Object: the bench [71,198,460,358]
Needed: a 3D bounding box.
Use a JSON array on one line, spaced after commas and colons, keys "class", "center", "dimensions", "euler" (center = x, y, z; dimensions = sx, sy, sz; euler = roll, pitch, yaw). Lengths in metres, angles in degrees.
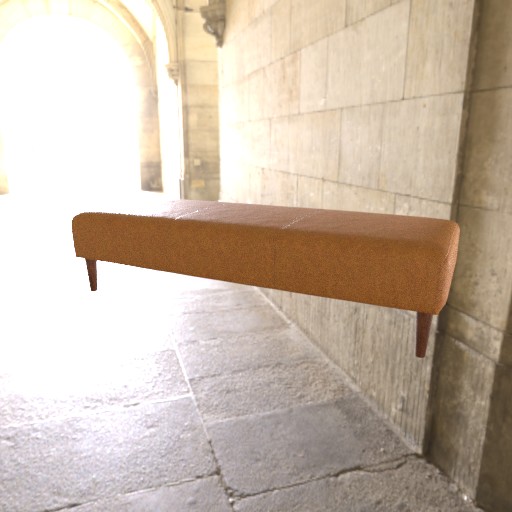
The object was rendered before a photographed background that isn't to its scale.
[{"class": "bench", "center": [0.000, 0.000, 1.976], "dimensions": [1.610, 0.399, 0.653], "euler": [7, 16, 26]}]
